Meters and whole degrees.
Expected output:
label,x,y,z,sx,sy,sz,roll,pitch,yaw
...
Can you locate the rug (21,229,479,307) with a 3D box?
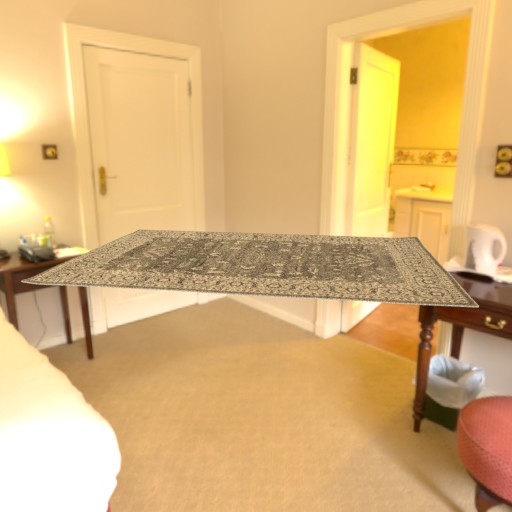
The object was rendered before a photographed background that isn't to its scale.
label,x,y,z,sx,sy,sz,roll,pitch,yaw
rug,0.000,0.000,2.305,1.828,0.019,1.209,2,14,9
